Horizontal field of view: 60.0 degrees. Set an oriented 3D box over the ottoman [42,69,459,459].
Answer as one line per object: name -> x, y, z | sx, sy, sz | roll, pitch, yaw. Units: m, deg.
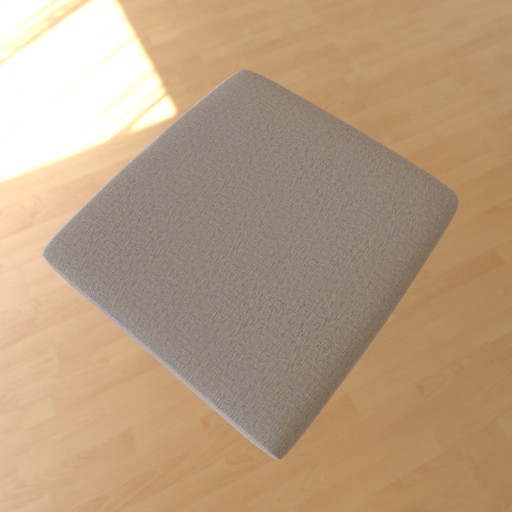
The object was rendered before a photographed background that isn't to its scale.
ottoman -> 0.000, 0.000, 1.061 | 0.648, 0.399, 0.655 | 36, 70, 15
